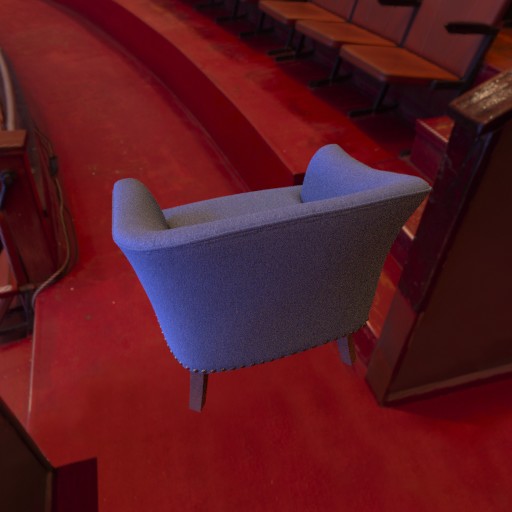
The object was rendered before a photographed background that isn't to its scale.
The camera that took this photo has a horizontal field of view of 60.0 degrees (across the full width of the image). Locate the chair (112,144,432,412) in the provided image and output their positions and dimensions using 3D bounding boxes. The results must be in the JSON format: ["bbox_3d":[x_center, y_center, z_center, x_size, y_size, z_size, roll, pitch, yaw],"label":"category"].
[{"bbox_3d":[0.000,0.000,1.410,0.798,0.815,0.704,-12,43,-14],"label":"chair"}]
